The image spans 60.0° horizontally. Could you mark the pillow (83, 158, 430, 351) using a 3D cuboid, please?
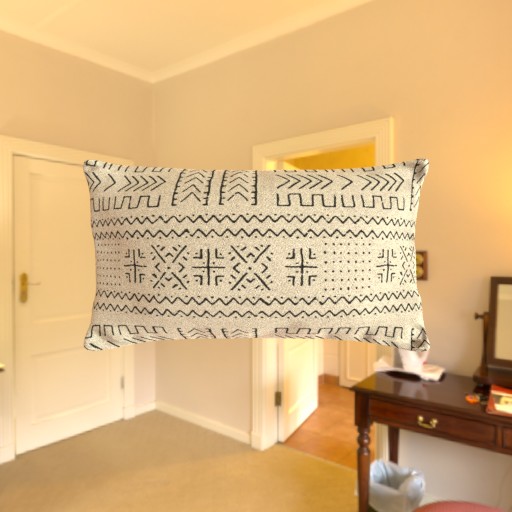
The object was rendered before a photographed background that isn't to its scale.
[{"bbox_3d":[0.000,0.000,0.803,0.637,0.352,0.188,0,1,1],"label":"pillow"}]
